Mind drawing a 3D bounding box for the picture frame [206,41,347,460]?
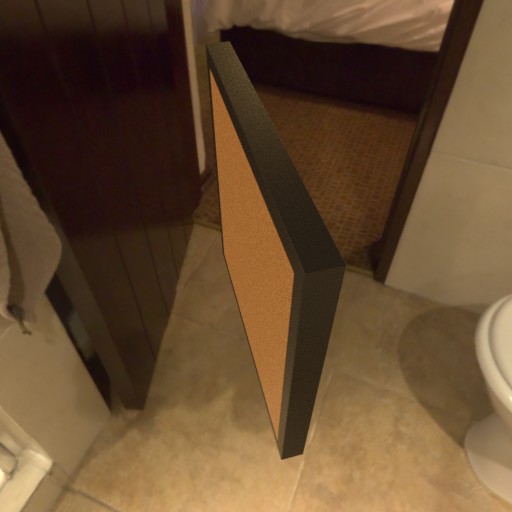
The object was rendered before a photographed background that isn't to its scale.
[{"bbox_3d":[0.000,0.000,0.526,0.029,0.353,0.355,-11,49,-10],"label":"picture frame"}]
